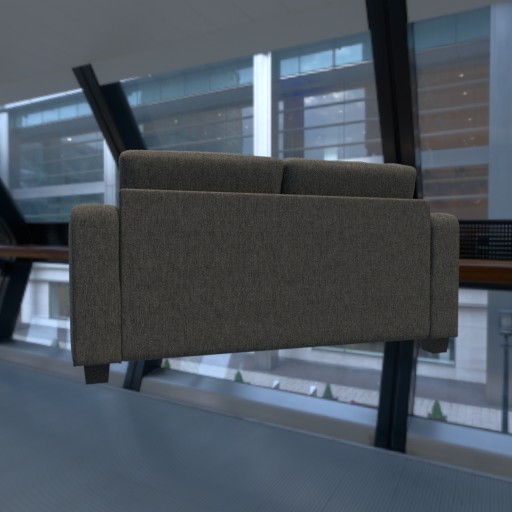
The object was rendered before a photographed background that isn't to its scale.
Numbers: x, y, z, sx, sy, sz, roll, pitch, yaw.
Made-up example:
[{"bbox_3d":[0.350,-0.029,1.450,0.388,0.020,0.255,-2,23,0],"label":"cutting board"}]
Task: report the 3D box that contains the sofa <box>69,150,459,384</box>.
[{"bbox_3d":[0.000,0.000,2.032,1.520,0.800,0.900,0,2,-18],"label":"sofa"}]
